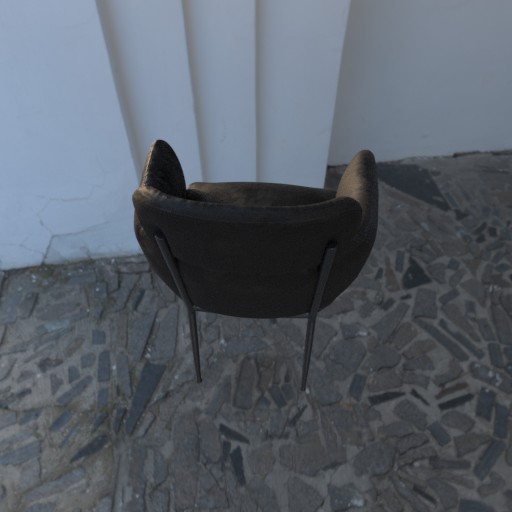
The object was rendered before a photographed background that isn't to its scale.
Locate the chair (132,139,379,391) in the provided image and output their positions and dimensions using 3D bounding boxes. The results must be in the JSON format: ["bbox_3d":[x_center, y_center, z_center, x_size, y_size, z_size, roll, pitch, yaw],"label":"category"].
[{"bbox_3d":[0.000,0.000,1.252,0.640,0.818,0.604,3,46,3],"label":"chair"}]
